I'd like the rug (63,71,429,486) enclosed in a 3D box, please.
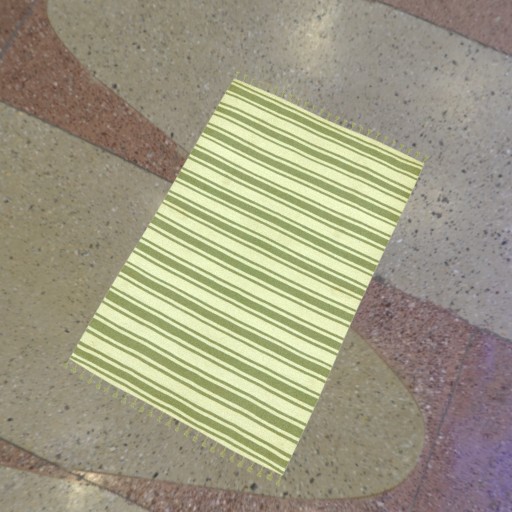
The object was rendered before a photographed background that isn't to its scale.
[{"bbox_3d":[0.000,0.000,2.987,1.540,0.018,2.435,26,78,6],"label":"rug"}]
